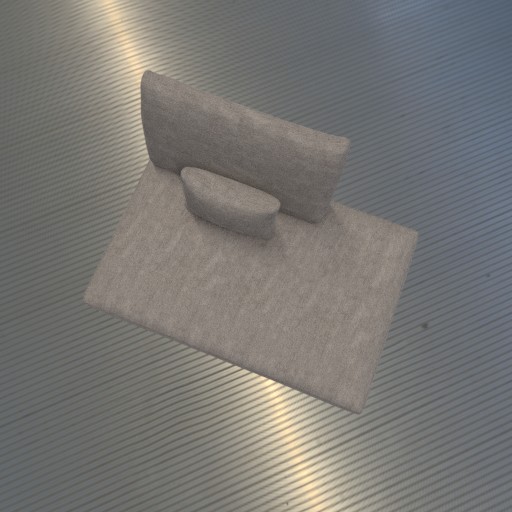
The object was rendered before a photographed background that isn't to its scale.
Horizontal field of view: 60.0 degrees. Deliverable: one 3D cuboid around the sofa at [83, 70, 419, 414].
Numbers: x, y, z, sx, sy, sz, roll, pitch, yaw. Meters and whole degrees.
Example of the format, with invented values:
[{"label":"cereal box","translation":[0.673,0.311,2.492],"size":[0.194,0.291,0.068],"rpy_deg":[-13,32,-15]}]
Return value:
[{"label":"sofa","translation":[0.000,0.000,2.053],"size":[1.450,0.820,1.002],"rpy_deg":[21,77,5]}]
